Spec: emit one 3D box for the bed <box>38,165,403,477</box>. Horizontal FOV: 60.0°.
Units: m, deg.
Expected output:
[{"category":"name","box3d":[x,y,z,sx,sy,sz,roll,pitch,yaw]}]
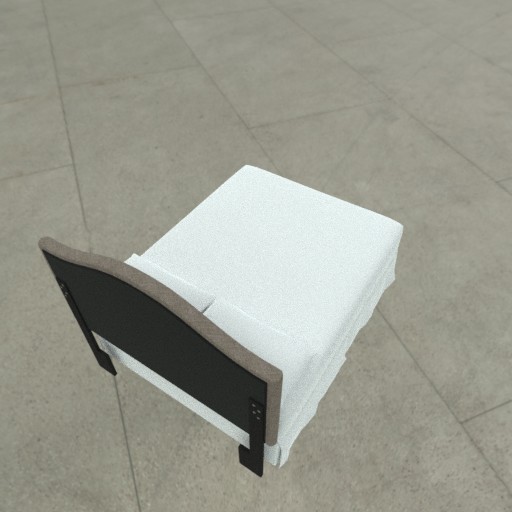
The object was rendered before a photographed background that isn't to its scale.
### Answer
[{"category":"bed","box3d":[0.000,0.000,3.278,1.713,1.518,2.153,25,52,22]}]
